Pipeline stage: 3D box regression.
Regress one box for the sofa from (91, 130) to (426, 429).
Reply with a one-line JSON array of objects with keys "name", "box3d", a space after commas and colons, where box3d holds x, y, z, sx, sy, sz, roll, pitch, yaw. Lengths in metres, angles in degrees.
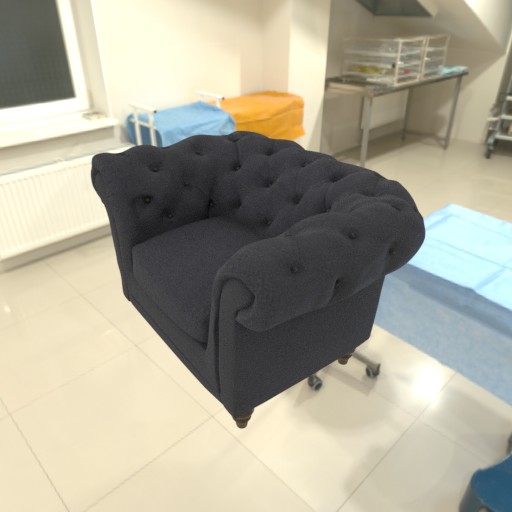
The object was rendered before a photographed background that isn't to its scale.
[{"name": "sofa", "box3d": [0.000, 0.000, 2.084, 1.032, 0.878, 1.405, -21, 37, -31]}]
